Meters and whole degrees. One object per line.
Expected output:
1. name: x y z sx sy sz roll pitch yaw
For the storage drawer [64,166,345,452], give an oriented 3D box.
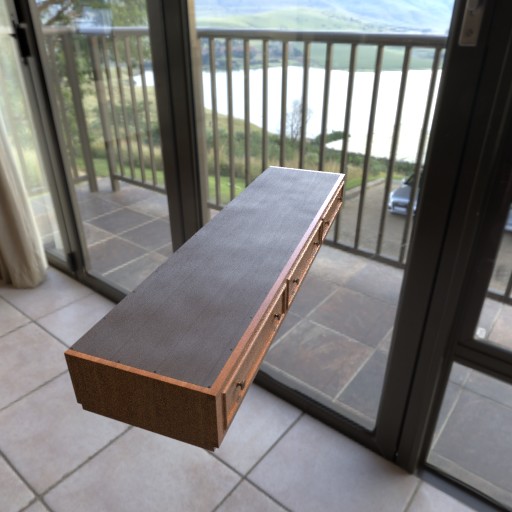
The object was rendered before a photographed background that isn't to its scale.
1. storage drawer: 0.000 0.000 2.197 0.538 0.264 2.032 10 30 17
